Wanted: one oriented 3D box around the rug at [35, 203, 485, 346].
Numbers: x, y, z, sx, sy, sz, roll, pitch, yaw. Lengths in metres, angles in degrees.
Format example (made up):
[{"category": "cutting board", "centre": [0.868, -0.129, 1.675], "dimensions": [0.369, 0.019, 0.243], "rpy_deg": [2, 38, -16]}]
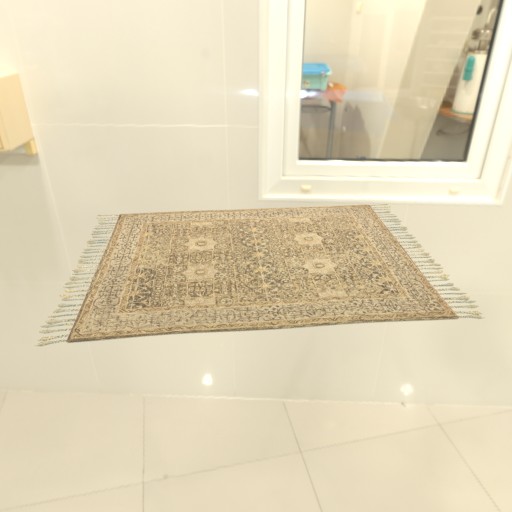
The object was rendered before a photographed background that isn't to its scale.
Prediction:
[{"category": "rug", "centre": [0.000, 0.000, 3.042], "dimensions": [2.465, 0.023, 1.619], "rpy_deg": [-3, 30, -5]}]
